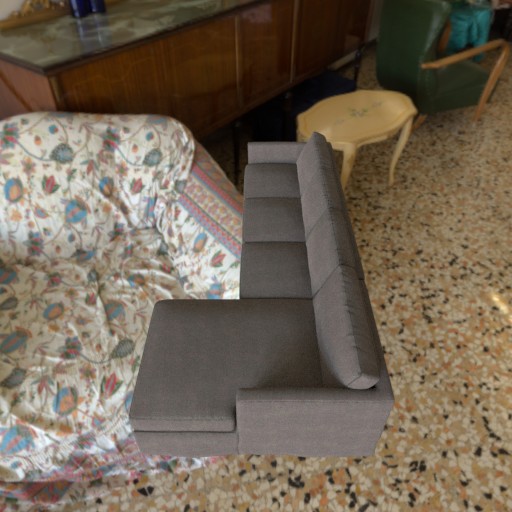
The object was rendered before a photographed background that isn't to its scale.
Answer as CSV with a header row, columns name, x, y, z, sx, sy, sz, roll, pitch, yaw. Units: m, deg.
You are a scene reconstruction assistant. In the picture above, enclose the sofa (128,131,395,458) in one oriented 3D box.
name,x,y,z,sx,sy,sz,roll,pitch,yaw
sofa,0.000,0.000,3.916,1.650,0.922,3.205,0,42,0
